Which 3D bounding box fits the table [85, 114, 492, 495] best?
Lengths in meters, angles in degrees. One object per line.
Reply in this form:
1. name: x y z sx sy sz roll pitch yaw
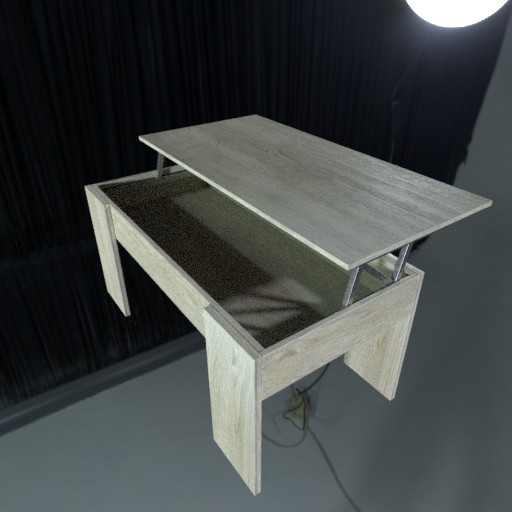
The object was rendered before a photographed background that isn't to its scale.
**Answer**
1. table: 0.000 0.000 1.405 0.711 0.570 1.000 -21 37 -29
